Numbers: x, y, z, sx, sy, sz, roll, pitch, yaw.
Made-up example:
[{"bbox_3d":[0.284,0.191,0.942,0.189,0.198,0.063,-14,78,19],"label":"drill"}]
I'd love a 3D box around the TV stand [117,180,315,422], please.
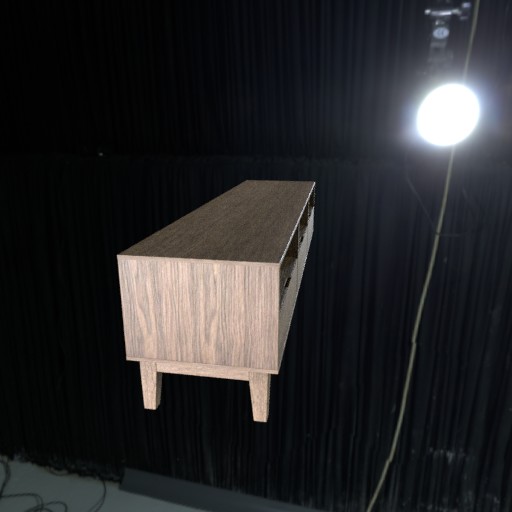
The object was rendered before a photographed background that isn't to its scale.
[{"bbox_3d":[0.000,0.000,1.717,0.366,0.409,1.482,3,16,10],"label":"TV stand"}]
